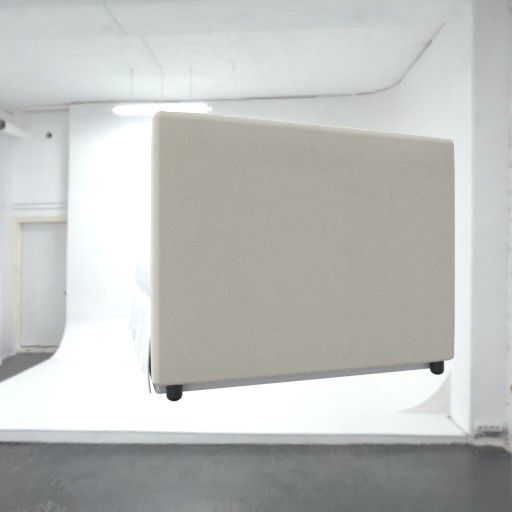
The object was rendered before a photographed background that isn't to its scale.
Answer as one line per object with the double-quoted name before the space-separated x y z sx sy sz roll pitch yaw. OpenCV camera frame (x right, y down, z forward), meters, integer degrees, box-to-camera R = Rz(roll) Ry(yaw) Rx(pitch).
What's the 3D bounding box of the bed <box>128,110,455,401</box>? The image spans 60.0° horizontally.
"bed" 0.000 0.000 3.212 1.713 1.330 2.142 0 0 -18
